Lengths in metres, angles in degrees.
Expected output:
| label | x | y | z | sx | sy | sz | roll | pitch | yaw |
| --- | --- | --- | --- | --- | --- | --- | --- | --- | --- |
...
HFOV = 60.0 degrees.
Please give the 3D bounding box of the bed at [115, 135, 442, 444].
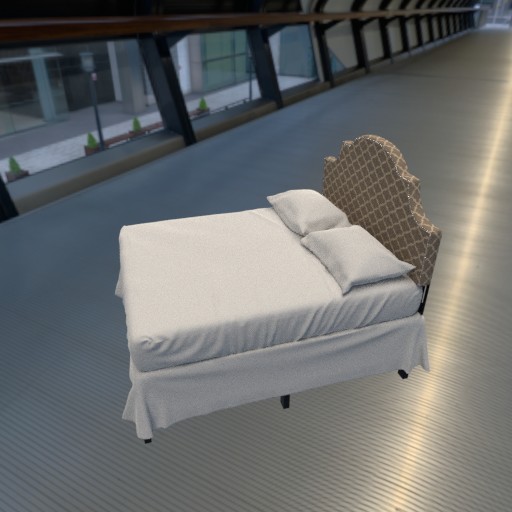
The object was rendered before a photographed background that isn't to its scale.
| label | x | y | z | sx | sy | sz | roll | pitch | yaw |
| --- | --- | --- | --- | --- | --- | --- | --- | --- | --- |
| bed | 0.000 | 0.000 | 3.368 | 2.222 | 1.633 | 1.780 | -9 | 31 | -15 |
